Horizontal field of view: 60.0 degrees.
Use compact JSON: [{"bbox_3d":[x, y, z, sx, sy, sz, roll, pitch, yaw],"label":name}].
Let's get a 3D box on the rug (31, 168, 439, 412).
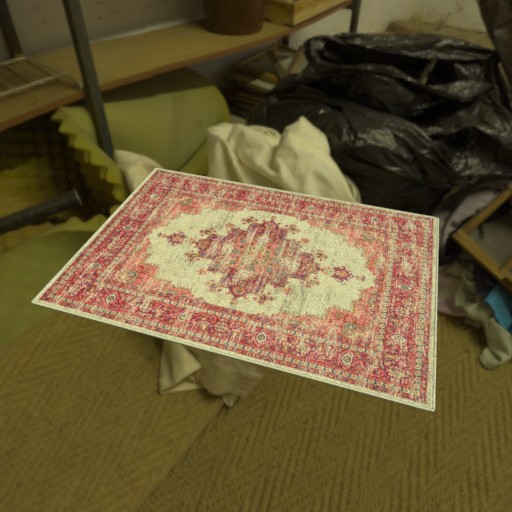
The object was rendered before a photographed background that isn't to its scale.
[{"bbox_3d":[0.000,0.000,2.232,1.747,0.011,1.217,12,43,13],"label":"rug"}]
